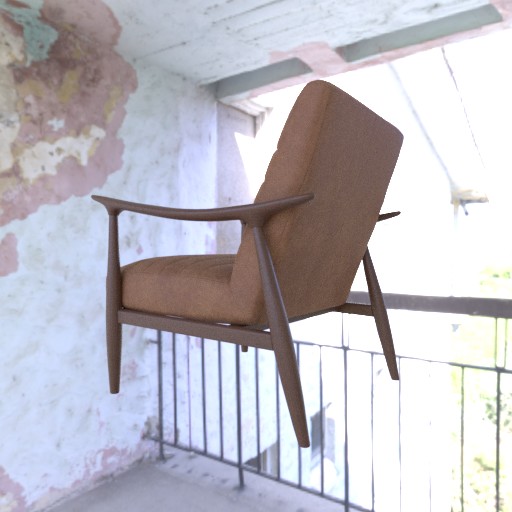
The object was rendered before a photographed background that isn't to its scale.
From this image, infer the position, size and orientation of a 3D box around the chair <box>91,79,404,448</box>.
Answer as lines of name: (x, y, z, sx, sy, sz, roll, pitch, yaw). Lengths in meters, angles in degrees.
chair: (0.000, 0.000, 1.438, 0.798, 0.832, 0.741, 1, 1, 36)
